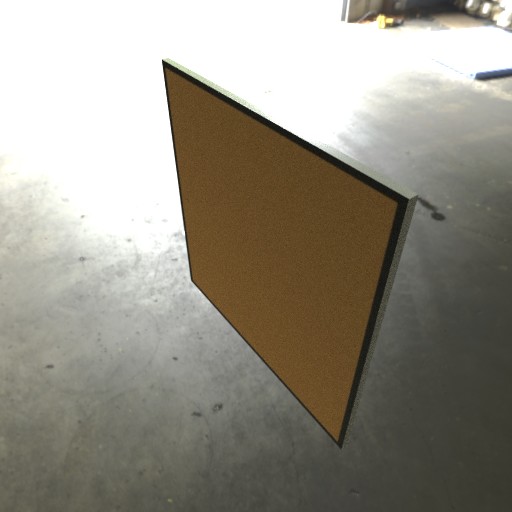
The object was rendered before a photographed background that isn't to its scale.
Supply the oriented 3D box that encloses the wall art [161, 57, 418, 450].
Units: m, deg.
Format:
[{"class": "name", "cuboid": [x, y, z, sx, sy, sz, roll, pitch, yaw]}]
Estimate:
[{"class": "wall art", "cuboid": [0.000, 0.000, 1.175, 0.022, 0.803, 0.805, -26, 47, -26]}]
